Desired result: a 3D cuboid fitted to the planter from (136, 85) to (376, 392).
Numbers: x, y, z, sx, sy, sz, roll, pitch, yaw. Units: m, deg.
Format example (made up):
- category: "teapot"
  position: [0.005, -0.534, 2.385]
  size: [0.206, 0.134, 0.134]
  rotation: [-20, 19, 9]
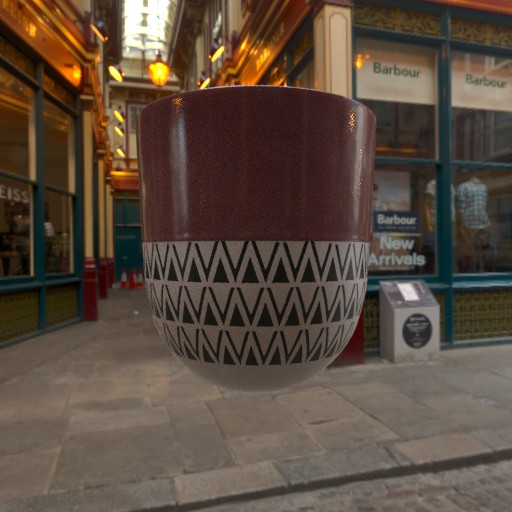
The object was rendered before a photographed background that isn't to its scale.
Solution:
- category: "planter"
  position: [0.000, 0.000, 0.372]
  size: [0.195, 0.214, 0.195]
  rotation: [0, 1, 0]
